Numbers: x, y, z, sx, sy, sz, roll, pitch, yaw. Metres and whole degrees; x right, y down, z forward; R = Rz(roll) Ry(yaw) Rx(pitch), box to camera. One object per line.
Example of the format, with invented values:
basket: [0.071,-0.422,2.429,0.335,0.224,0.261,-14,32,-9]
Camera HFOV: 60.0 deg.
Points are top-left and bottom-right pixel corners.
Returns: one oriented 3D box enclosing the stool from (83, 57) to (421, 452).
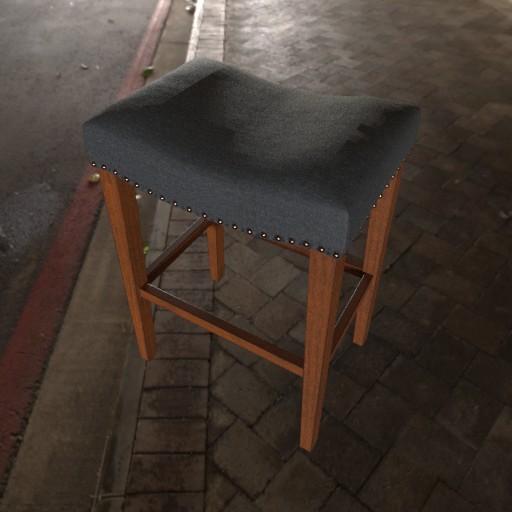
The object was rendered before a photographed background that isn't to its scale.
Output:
stool: [0.000,0.000,0.848,0.439,0.612,0.320,22,48,21]
